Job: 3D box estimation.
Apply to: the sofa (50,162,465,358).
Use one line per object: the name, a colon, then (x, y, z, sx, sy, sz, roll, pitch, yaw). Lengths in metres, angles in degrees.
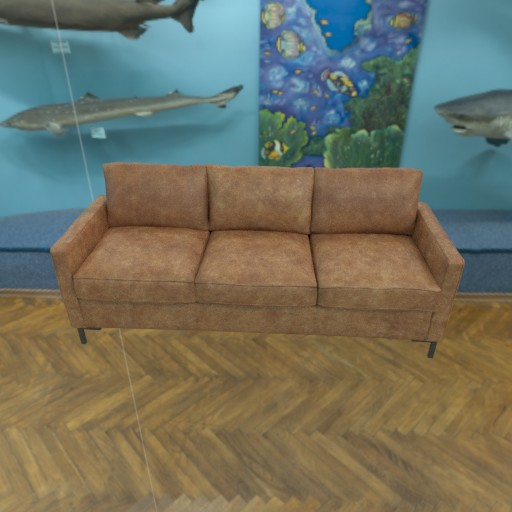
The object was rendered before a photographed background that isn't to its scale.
sofa: (0.000, 0.000, 2.485, 2.029, 0.863, 0.748, 2, 31, 3)
